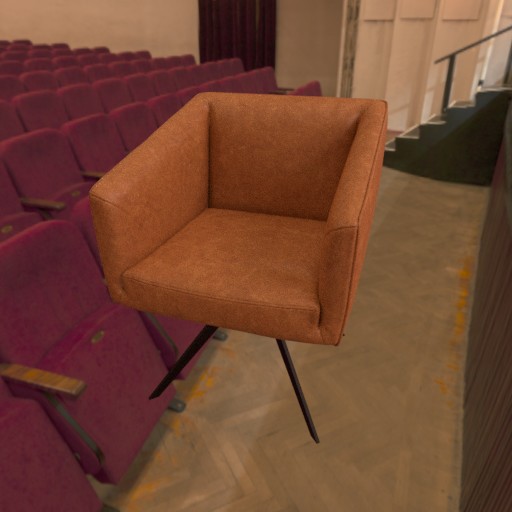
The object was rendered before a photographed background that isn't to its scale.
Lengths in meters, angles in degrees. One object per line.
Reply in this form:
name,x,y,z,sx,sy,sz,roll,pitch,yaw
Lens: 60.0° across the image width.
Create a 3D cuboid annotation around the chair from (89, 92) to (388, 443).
chair,0.000,0.000,1.215,0.588,0.760,0.625,8,28,16
